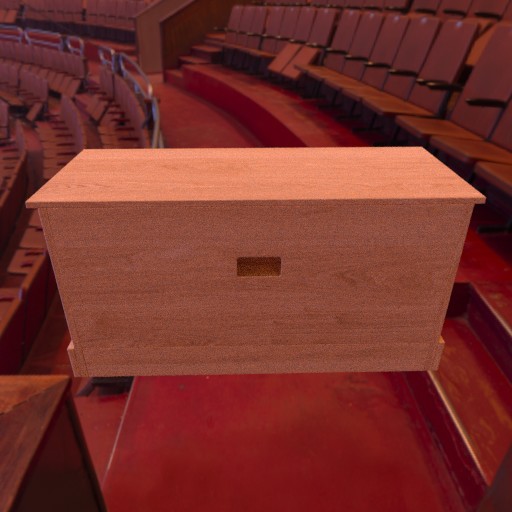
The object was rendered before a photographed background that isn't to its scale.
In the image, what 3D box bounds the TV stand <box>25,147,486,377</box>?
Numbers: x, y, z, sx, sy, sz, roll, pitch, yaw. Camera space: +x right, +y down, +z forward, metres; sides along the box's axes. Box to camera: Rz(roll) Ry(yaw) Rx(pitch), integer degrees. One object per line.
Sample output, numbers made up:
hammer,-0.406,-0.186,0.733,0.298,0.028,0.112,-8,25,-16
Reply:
TV stand,0.000,0.000,1.362,1.080,0.550,0.440,-1,29,-1
